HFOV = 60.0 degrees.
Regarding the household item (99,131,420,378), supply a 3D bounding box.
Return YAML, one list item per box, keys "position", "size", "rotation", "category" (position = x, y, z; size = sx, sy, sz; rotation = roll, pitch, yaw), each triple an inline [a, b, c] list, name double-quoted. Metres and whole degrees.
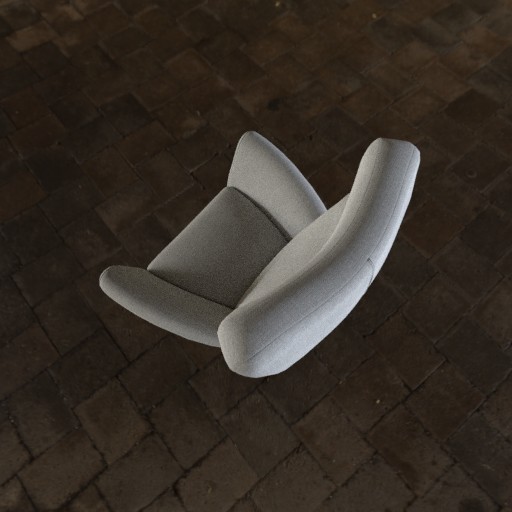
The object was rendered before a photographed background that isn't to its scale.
- position: [0.000, 0.000, 1.809]
  size: [0.900, 1.050, 0.980]
  rotation: [34, 68, 16]
  category: "household item"
